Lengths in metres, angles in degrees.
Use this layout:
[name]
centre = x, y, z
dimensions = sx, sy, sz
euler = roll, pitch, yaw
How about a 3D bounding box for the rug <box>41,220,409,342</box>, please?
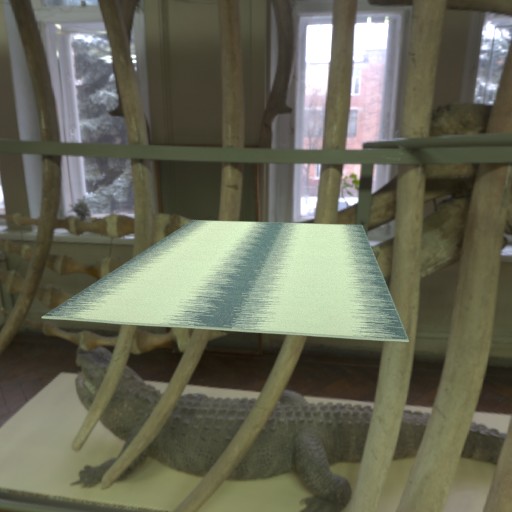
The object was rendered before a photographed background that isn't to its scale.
[rug]
centre = 0.000, 0.000, 2.330
dimensions = 1.234, 0.006, 1.854
euler = 2, 15, 8
